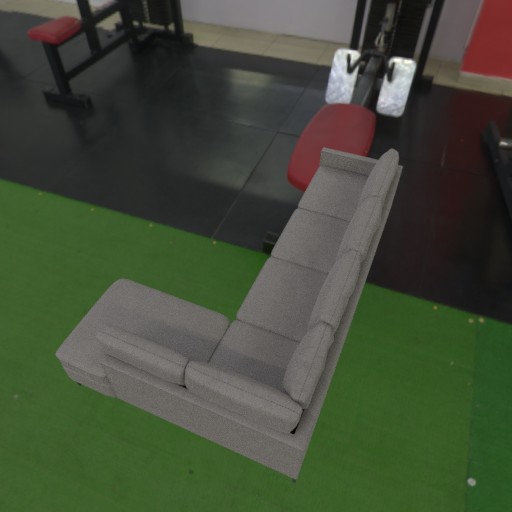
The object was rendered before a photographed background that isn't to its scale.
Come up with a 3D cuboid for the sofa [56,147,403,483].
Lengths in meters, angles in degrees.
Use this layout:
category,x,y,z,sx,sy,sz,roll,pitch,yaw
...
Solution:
category,x,y,z,sx,sy,sz,roll,pitch,yaw
sofa,0.000,0.000,4.293,2.077,0.964,3.331,18,50,16
